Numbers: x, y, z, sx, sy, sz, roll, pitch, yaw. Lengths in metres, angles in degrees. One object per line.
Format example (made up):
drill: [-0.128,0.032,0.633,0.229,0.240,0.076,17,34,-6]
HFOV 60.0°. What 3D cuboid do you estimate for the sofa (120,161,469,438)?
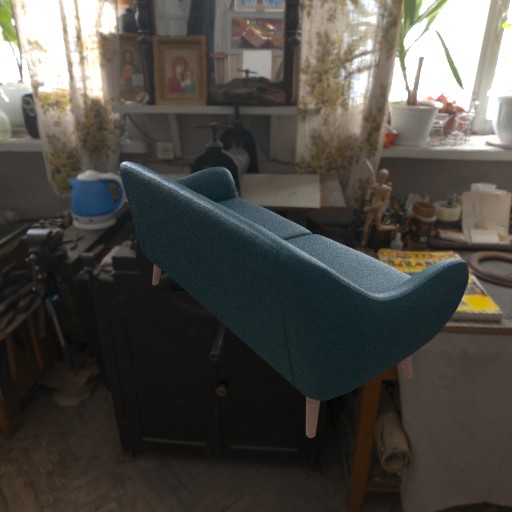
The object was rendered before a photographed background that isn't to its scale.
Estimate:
sofa: [0.000,0.000,2.266,0.820,0.836,1.840,-17,30,-31]
